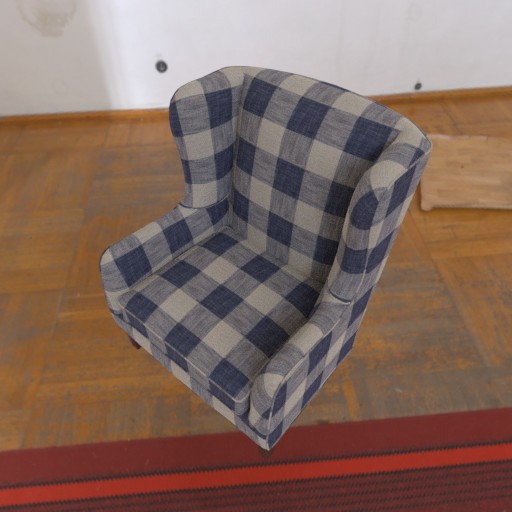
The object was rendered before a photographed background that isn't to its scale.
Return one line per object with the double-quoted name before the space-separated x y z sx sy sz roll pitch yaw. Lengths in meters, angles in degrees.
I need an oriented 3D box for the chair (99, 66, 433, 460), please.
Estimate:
"chair" 0.000 0.000 1.654 0.830 1.041 0.889 31 54 26
